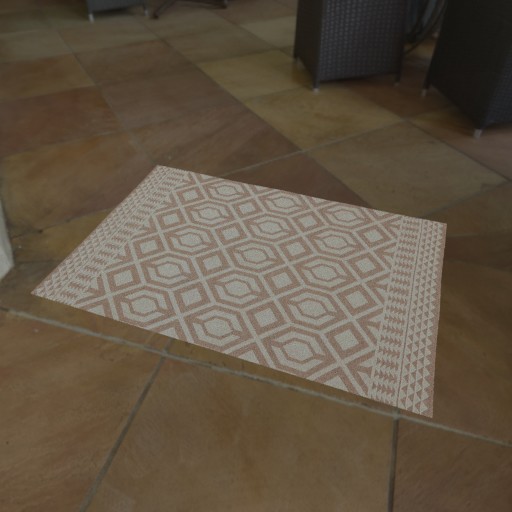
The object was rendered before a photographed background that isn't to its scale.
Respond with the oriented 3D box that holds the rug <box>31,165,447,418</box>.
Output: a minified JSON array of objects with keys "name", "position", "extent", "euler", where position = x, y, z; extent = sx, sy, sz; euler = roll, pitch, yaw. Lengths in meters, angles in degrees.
[{"name":"rug","position":[0.000,0.000,2.291],"extent":[1.829,0.008,1.219],"euler":[14,45,14]}]
